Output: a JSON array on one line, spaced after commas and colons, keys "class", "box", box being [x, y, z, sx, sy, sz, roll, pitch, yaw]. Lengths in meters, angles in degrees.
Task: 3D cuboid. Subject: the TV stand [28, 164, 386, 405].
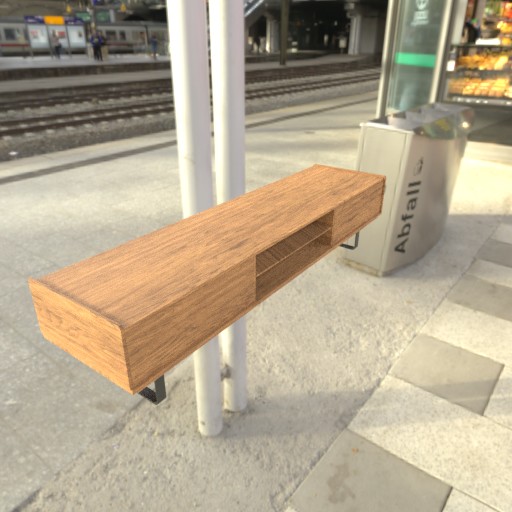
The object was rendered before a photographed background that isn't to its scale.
[{"class": "TV stand", "box": [0.000, 0.000, 2.012, 0.467, 0.415, 1.796, 18, 31, 32]}]
